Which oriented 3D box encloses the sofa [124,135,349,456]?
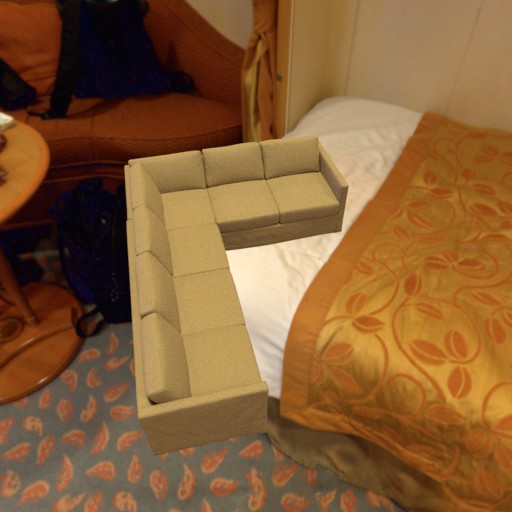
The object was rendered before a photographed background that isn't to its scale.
[{"bbox_3d":[0.000,0.000,4.474,2.432,0.871,3.182,-10,46,-10],"label":"sofa"}]
